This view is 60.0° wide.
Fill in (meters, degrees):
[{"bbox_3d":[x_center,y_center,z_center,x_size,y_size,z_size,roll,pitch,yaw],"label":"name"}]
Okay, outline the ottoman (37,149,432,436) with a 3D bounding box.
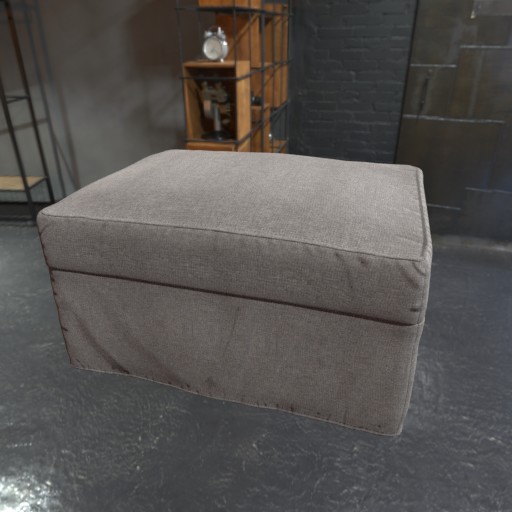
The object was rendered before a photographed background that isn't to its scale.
[{"bbox_3d":[0.000,0.000,1.210,0.833,0.492,0.652,8,28,14],"label":"ottoman"}]
